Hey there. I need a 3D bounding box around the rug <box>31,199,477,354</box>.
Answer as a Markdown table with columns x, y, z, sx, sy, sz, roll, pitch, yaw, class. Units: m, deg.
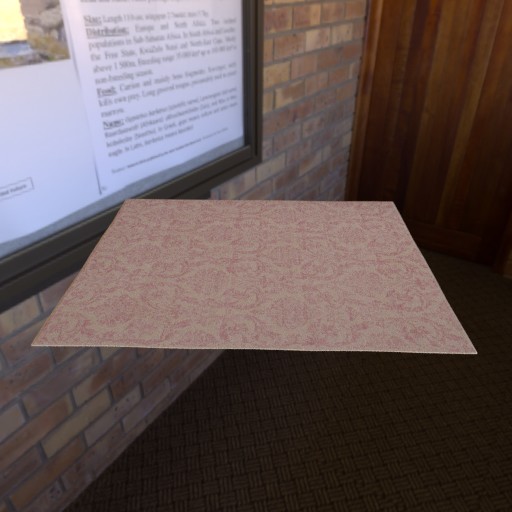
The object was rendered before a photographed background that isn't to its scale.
| x | y | z | sx | sy | sz | roll | pitch | yaw | class |
| --- | --- | --- | --- | --- | --- | --- | --- | --- | --- |
| 0.000 | 0.000 | 3.957 | 2.980 | 0.012 | 2.363 | 1 | 32 | 1 | rug |
